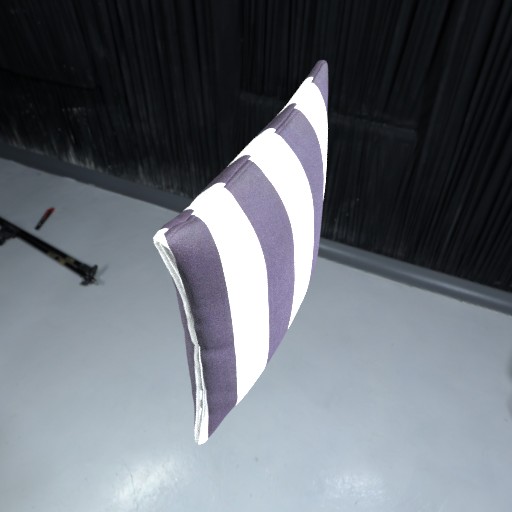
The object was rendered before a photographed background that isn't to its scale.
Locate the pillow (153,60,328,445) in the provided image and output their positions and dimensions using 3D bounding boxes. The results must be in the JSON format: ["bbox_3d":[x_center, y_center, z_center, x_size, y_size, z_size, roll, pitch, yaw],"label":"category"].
[{"bbox_3d":[0.000,0.000,0.818,0.189,0.526,0.536,18,49,17],"label":"pillow"}]
